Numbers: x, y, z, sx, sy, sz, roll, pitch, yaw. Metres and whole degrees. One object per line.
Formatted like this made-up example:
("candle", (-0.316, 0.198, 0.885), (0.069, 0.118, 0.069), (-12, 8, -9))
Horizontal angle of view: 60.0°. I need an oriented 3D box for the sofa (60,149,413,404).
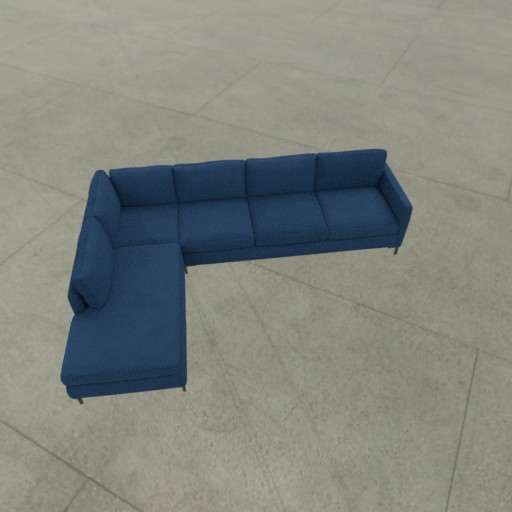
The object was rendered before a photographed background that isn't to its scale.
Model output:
("sofa", (0.000, 0.000, 3.792), (2.949, 0.815, 2.007), (-5, 45, -5))
